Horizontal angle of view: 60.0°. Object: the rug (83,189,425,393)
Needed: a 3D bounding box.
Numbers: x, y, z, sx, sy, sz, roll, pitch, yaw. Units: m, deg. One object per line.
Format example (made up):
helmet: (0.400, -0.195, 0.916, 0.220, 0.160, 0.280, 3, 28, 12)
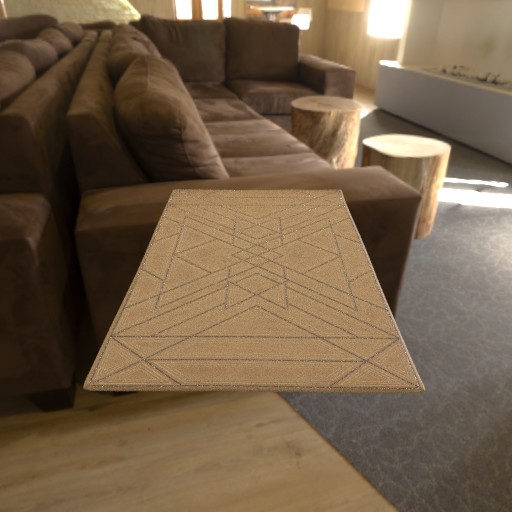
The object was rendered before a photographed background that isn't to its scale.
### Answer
rug: (0.000, 0.000, 3.082, 1.575, 0.023, 2.459, 0, 30, 1)
